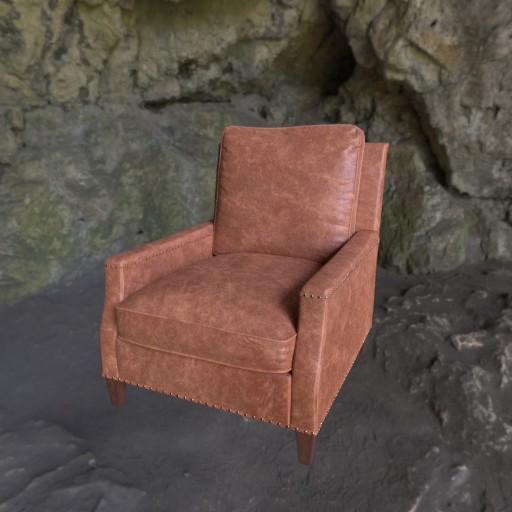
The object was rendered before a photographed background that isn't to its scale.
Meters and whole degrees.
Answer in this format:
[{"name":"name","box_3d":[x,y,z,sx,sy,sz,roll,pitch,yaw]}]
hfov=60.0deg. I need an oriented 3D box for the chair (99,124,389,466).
[{"name":"chair","box_3d":[0.000,0.000,1.828,0.854,1.054,1.035,7,16,24]}]
